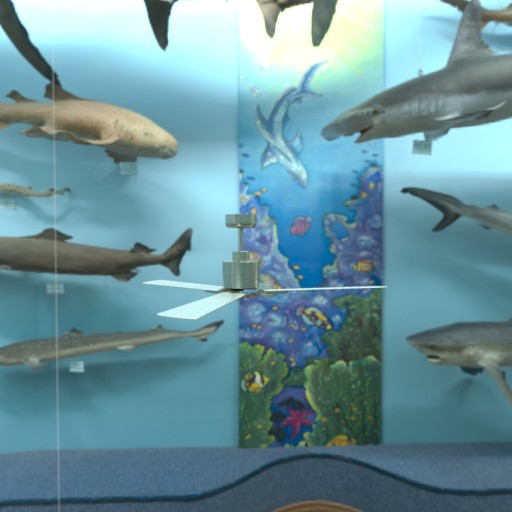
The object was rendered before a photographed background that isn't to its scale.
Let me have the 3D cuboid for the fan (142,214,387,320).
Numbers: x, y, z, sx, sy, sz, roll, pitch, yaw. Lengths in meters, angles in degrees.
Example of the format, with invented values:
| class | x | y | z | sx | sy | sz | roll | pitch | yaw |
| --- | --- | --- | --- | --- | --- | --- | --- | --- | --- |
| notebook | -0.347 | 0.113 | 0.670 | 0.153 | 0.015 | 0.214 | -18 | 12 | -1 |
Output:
| class | x | y | z | sx | sy | sz | roll | pitch | yaw |
| --- | --- | --- | --- | --- | --- | --- | --- | --- | --- |
| fan | 0.000 | 0.000 | 2.341 | 1.561 | 0.446 | 1.531 | 0 | 2 | 1 |
